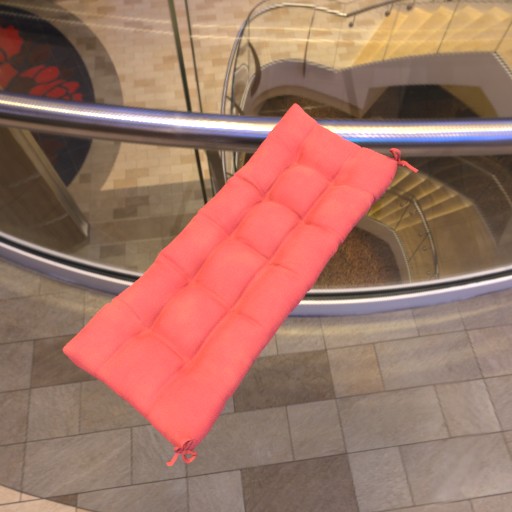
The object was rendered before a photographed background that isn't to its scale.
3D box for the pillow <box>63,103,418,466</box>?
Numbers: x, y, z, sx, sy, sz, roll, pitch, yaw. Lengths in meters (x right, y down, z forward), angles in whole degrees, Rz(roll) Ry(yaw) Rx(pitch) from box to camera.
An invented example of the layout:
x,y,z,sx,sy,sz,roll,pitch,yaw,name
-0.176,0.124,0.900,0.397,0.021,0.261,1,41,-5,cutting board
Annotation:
x,y,z,sx,sy,sz,roll,pitch,yaw,name
0.000,0.000,1.352,0.511,0.174,1.194,33,68,16,pillow
